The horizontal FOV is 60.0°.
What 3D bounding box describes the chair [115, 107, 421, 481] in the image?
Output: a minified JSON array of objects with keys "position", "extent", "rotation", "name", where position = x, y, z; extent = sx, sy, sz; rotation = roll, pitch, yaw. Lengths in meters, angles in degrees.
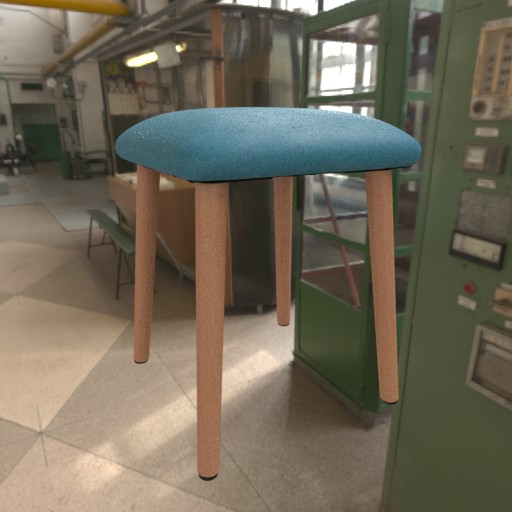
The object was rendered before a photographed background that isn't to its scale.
[{"position":[0.000,0.000,0.708],"extent":[0.360,0.450,0.360],"rotation":[-9,20,-28],"name":"chair"}]
